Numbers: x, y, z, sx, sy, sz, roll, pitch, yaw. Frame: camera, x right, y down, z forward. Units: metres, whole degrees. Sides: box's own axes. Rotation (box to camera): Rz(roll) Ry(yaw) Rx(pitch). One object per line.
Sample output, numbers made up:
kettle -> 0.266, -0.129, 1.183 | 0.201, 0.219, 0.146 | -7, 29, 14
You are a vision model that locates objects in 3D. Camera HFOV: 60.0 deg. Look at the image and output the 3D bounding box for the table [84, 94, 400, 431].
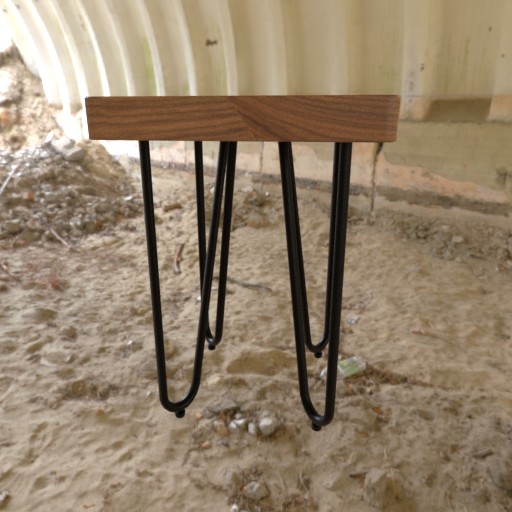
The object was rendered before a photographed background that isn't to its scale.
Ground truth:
table -> 0.000, 0.000, 0.968 | 0.479, 0.641, 0.480 | 2, 18, 8
